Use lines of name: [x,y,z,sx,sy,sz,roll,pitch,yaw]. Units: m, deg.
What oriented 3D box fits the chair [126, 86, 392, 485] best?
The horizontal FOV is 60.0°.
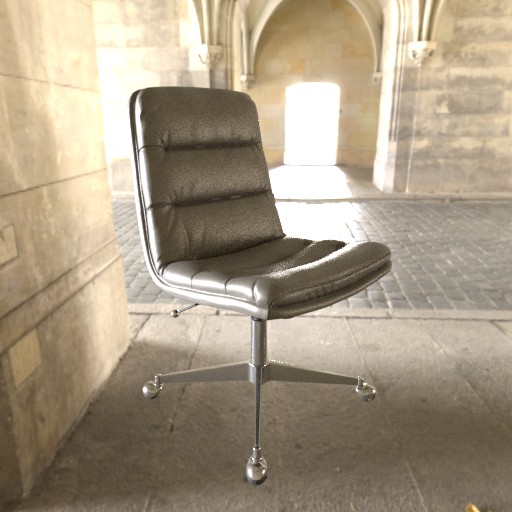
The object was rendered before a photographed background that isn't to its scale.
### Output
chair: [0.000,0.000,1.004,0.422,0.738,0.485,-16,23,-42]
